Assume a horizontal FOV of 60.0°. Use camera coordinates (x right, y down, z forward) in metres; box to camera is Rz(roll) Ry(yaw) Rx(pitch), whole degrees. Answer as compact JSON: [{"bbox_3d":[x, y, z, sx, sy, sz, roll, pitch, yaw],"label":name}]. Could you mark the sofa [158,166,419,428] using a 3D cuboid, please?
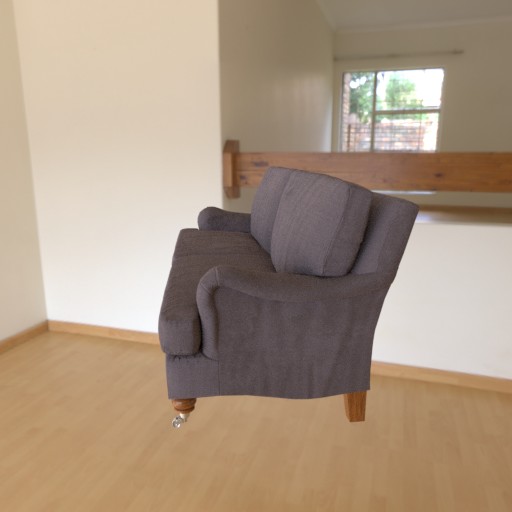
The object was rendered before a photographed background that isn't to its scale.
[{"bbox_3d":[0.000,0.000,2.832,1.086,1.087,2.165,-2,13,-7],"label":"sofa"}]
